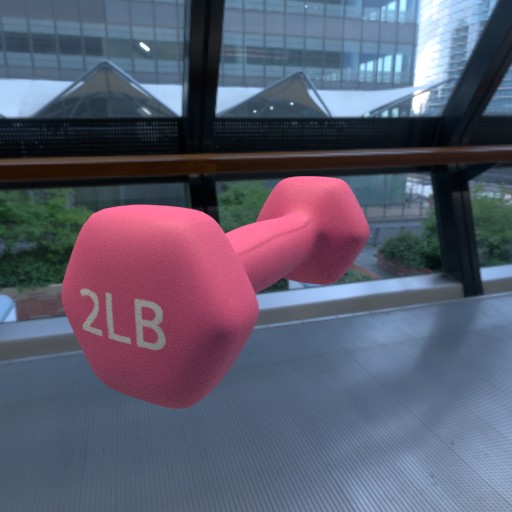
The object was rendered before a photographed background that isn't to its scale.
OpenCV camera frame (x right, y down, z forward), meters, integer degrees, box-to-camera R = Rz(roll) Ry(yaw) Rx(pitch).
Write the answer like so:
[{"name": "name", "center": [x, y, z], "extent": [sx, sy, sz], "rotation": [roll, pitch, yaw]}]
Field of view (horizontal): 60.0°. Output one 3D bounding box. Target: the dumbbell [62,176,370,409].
[{"name": "dumbbell", "center": [0.000, 0.000, 0.171], "extent": [0.058, 0.053, 0.146], "rotation": [7, 16, 27]}]
